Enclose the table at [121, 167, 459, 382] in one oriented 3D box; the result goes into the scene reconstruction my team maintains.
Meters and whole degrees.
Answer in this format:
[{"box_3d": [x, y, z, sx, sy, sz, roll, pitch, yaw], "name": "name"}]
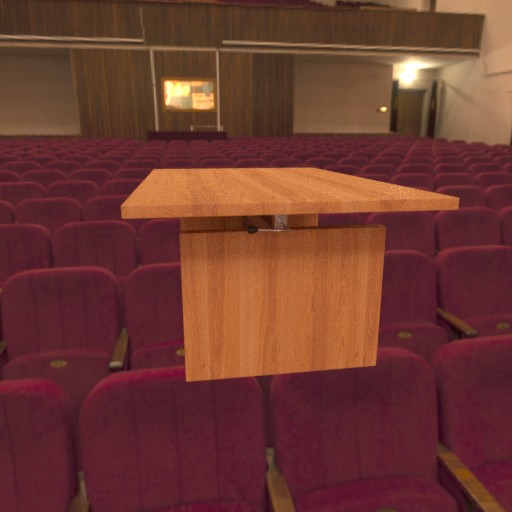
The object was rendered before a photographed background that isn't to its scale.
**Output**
[{"box_3d": [0.000, 0.000, 1.480, 0.700, 0.510, 1.100, -2, 15, -9], "name": "table"}]
